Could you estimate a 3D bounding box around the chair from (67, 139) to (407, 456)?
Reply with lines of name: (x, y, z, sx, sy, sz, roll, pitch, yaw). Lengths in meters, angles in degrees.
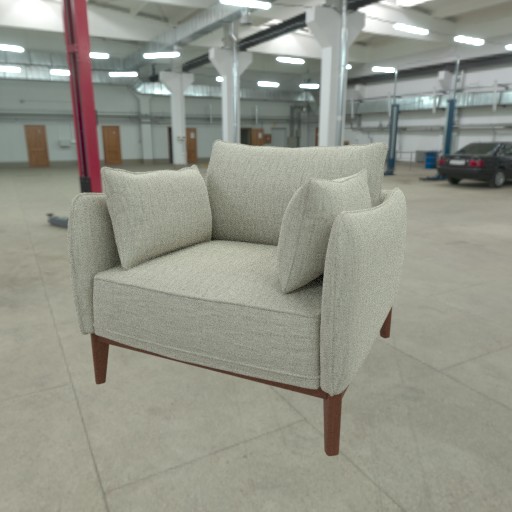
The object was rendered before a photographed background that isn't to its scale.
chair: (0.000, 0.000, 1.691, 0.994, 0.855, 0.991, 7, 16, 25)
